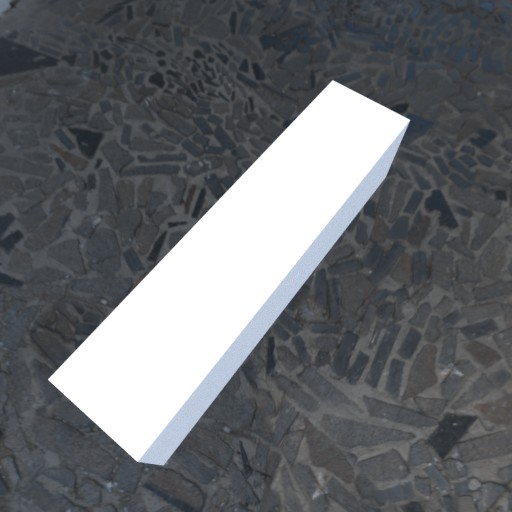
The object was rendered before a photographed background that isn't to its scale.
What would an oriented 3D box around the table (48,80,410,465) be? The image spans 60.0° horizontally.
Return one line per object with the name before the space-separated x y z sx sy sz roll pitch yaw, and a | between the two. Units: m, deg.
table | 0.000 0.000 1.823 0.390 0.420 1.650 34 68 16
